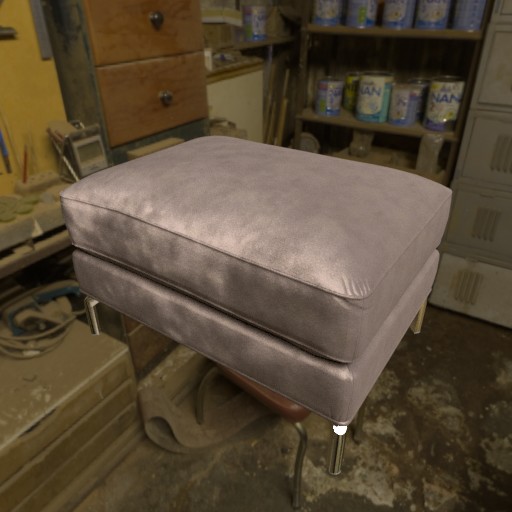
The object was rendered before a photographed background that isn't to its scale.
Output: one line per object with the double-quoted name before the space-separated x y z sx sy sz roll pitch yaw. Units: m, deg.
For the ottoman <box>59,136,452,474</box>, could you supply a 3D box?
"ottoman" 0.000 0.000 1.045 0.719 0.456 0.520 19 35 29
